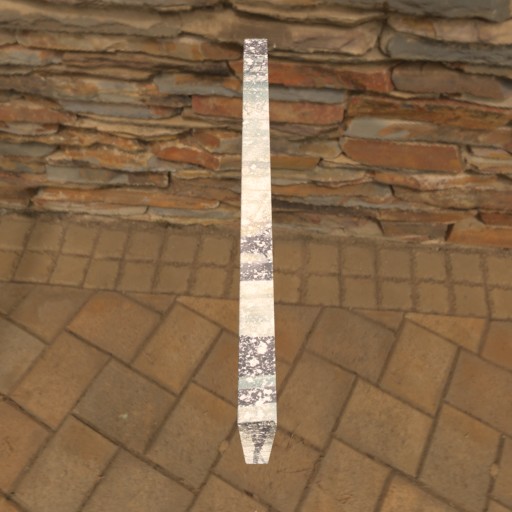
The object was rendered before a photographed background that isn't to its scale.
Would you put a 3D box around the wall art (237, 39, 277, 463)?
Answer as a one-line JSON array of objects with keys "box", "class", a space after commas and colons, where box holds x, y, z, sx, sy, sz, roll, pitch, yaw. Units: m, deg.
[{"box": [0.000, 0.000, 0.765, 0.042, 0.398, 0.618, 0, 60, 0], "class": "wall art"}]
